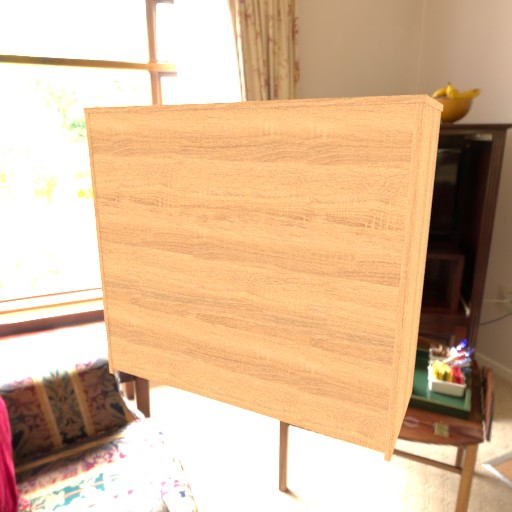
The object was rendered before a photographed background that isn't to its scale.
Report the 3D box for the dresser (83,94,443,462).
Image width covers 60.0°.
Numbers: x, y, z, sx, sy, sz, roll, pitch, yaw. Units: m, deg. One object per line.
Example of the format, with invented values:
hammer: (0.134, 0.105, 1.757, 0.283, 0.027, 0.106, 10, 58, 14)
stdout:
dresser: (0.000, 0.000, 1.405, 0.980, 0.900, 0.380, 8, 17, 26)
